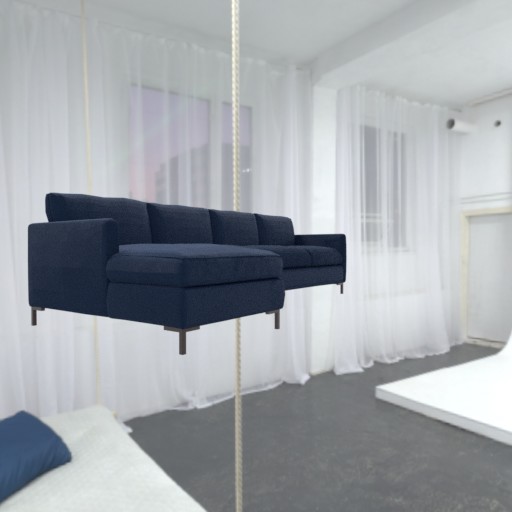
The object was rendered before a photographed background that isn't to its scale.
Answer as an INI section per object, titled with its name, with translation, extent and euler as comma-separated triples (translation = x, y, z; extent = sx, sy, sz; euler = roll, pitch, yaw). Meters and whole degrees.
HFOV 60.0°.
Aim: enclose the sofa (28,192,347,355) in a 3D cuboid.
[sofa]
translation = 0.000, 0.000, 2.876
extent = 1.128, 0.679, 2.450
euler = 1, 1, 35
